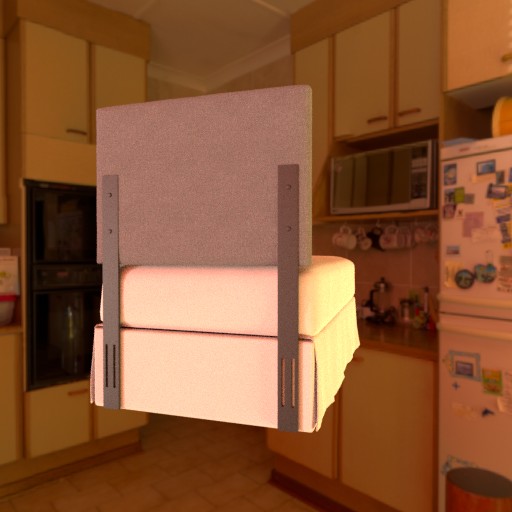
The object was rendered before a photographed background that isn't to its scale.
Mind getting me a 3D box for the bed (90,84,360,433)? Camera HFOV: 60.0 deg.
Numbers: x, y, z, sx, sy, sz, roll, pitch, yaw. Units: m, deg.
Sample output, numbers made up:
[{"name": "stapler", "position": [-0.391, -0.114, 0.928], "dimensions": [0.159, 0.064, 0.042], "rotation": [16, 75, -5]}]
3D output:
[{"name": "bed", "position": [0.000, 0.000, 3.082], "dimensions": [1.261, 1.571, 1.997], "rotation": [0, 1, 18]}]
